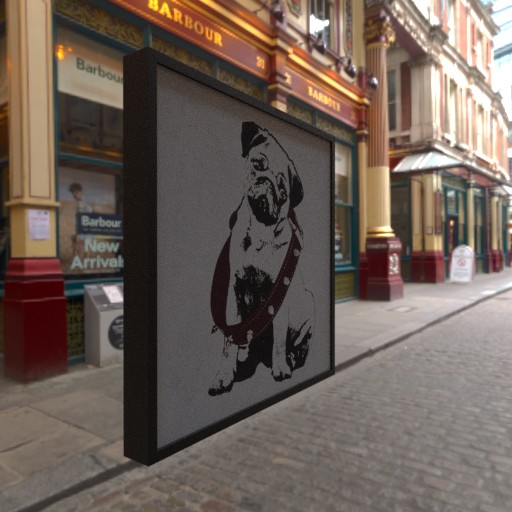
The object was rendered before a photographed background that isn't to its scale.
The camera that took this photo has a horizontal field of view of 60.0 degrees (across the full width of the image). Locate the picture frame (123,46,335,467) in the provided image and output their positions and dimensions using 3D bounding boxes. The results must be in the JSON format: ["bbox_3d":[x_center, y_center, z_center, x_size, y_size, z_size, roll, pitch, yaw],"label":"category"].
[{"bbox_3d":[0.000,0.000,0.471,0.030,0.317,0.317,0,0,36],"label":"picture frame"}]
